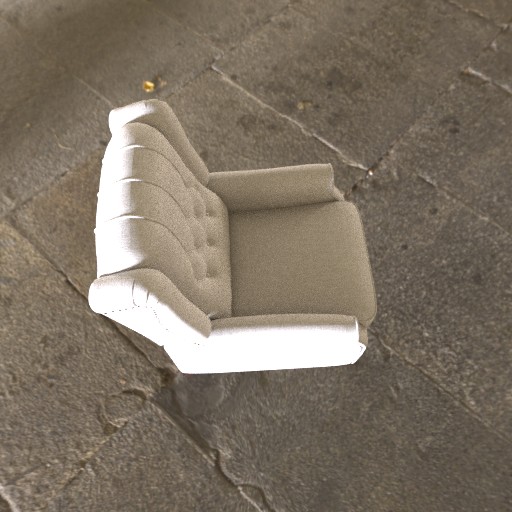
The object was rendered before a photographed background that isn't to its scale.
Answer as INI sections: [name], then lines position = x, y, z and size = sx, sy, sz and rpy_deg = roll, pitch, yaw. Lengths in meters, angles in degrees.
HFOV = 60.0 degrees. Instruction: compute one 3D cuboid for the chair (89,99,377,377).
[chair]
position = 0.000, 0.000, 1.672
size = 0.902, 1.035, 0.742
rpy_deg = -3, 64, -1
